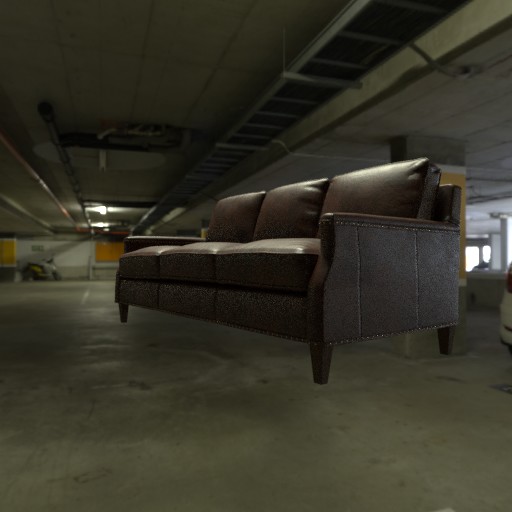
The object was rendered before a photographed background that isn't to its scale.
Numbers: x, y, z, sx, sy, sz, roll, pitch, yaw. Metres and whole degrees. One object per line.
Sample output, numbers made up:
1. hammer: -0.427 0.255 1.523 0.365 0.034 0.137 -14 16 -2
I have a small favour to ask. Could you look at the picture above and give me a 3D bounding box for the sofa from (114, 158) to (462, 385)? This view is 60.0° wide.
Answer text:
1. sofa: 0.000 0.000 2.837 1.084 1.003 2.240 0 -1 -37
